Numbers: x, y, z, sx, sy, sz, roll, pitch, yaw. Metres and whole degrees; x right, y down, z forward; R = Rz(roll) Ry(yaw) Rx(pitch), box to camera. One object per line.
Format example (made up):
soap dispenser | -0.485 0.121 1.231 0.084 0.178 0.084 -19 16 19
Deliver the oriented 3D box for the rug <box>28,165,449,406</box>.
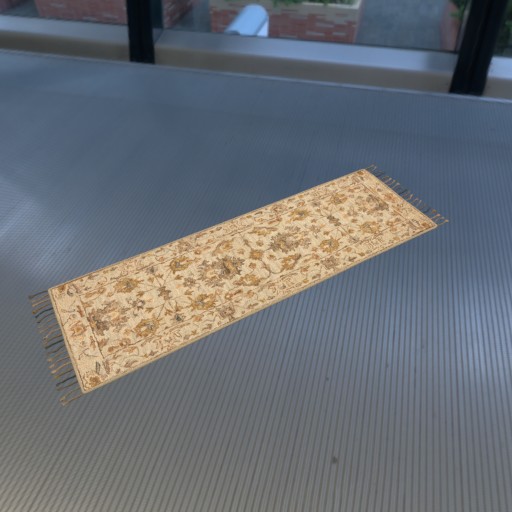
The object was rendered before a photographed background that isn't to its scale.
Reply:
rug | 0.000 0.000 2.609 2.438 0.021 0.729 -23 50 -21
